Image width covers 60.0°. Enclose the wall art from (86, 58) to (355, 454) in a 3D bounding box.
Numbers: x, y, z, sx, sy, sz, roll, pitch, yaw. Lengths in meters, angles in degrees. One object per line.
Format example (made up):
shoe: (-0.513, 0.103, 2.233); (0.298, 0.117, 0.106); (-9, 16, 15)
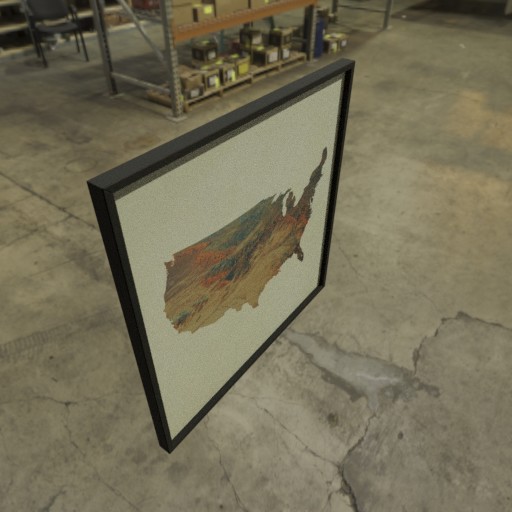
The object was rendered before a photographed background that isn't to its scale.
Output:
wall art: (0.000, 0.000, 1.105); (0.038, 0.762, 0.762); (26, 46, 28)
